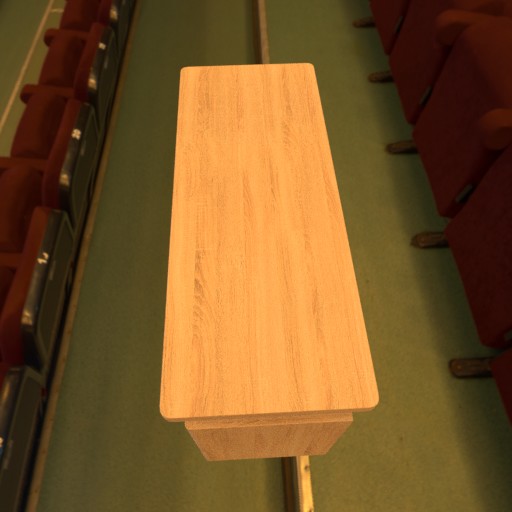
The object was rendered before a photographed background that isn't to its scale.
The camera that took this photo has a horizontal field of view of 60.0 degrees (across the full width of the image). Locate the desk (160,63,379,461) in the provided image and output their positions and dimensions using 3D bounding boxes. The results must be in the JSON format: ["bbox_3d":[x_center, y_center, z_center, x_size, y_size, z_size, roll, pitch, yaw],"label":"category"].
[{"bbox_3d":[0.000,0.000,1.787,0.550,0.760,1.400,-3,58,-2],"label":"desk"}]
